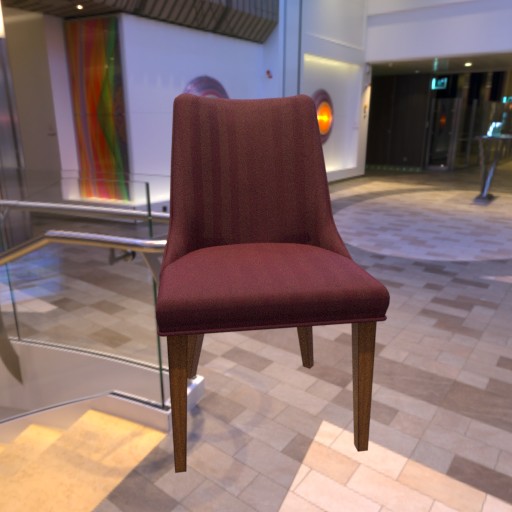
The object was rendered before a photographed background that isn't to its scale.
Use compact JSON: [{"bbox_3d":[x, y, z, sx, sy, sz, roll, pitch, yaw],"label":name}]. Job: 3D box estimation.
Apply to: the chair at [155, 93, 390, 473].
[{"bbox_3d":[0.000,0.000,1.296,0.548,0.916,0.638,-3,17,-9],"label":"chair"}]
